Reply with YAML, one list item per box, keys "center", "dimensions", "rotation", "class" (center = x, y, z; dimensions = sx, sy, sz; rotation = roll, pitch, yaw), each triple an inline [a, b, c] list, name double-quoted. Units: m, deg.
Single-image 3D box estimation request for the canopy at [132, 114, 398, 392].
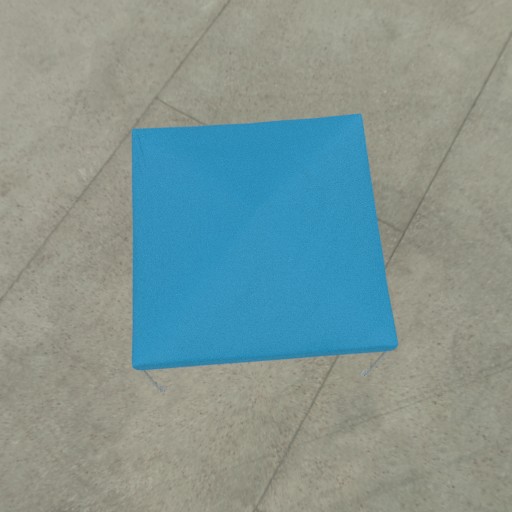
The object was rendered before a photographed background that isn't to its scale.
- center: [0.000, 0.000, 6.404]
  dimensions: [3.599, 3.600, 3.600]
  rotation: [-4, 75, -1]
  class: "canopy"
